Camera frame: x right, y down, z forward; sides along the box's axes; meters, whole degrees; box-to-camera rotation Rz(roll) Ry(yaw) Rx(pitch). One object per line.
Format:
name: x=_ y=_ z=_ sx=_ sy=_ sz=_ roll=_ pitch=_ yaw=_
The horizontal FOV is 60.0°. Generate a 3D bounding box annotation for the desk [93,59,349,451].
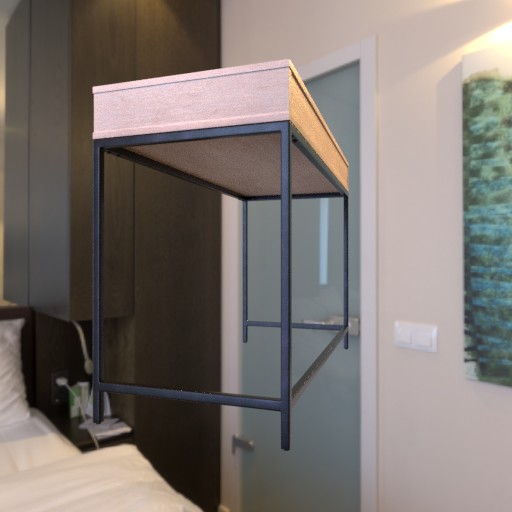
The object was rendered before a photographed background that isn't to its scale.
desk: x=0.000 y=0.000 z=1.414 sx=0.470 sy=0.762 sz=1.016 roll=0 pitch=0 yaw=18
